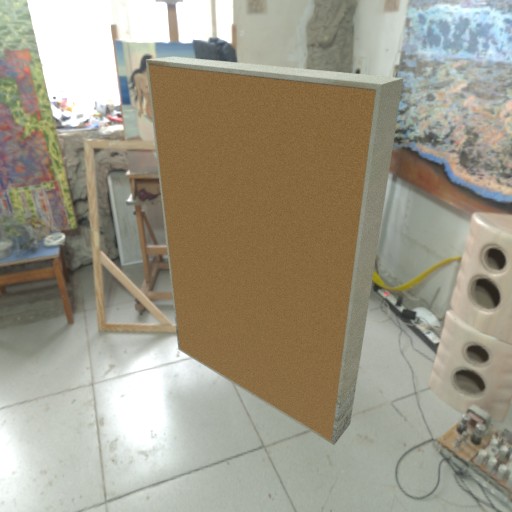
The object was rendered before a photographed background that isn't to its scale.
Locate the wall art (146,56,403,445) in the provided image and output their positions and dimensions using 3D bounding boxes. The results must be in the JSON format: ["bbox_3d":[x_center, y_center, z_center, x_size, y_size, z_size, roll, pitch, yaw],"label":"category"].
[{"bbox_3d":[0.000,0.000,0.484,0.254,0.381,0.038,21,36,33],"label":"wall art"}]
